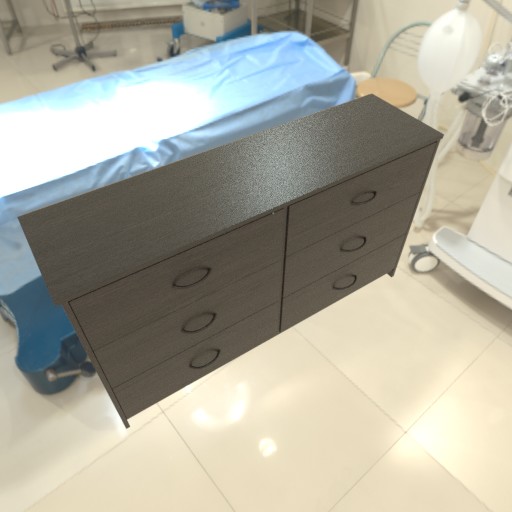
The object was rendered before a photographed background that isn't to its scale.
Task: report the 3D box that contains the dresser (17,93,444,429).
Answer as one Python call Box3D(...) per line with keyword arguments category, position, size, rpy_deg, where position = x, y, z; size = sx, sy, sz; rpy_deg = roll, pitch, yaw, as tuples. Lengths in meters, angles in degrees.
Box3D(category="dresser", position=(0.000, 0.000, 1.672), size=(1.360, 0.755, 0.401), rpy_deg=(-25, 51, -22))
